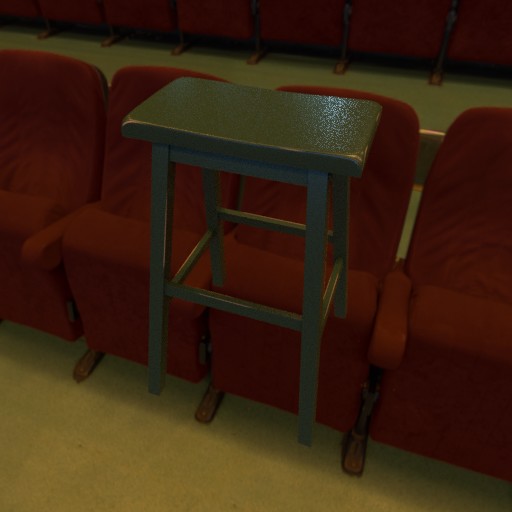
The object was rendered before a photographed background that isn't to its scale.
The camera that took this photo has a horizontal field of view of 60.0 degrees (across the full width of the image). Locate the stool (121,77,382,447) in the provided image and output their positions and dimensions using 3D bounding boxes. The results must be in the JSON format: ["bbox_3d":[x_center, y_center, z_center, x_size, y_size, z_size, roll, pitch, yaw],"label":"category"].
[{"bbox_3d":[0.000,0.000,1.081,0.457,0.737,0.476,13,43,15],"label":"stool"}]
